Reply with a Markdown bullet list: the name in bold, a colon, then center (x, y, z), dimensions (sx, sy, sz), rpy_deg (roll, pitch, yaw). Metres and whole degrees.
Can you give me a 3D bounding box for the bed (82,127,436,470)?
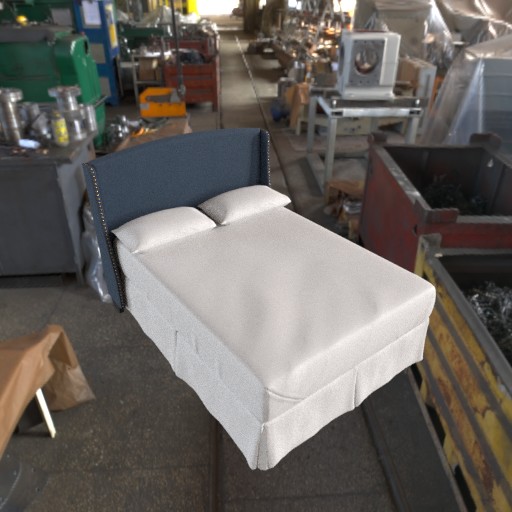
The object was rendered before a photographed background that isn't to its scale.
- **bed**: center (0.000, 0.000, 3.415), dimensions (1.710, 1.407, 2.237), rpy_deg (-21, 37, -31)
